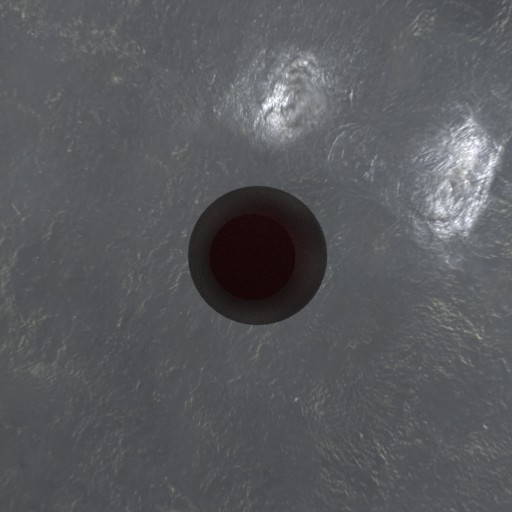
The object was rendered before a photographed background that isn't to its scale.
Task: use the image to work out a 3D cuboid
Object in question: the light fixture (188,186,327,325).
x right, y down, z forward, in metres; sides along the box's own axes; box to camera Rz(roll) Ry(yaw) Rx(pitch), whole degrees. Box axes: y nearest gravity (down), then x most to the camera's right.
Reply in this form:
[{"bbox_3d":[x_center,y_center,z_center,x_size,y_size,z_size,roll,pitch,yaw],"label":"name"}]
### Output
[{"bbox_3d":[0.000,0.000,1.147,0.492,0.869,0.492,0,90,1],"label":"light fixture"}]
